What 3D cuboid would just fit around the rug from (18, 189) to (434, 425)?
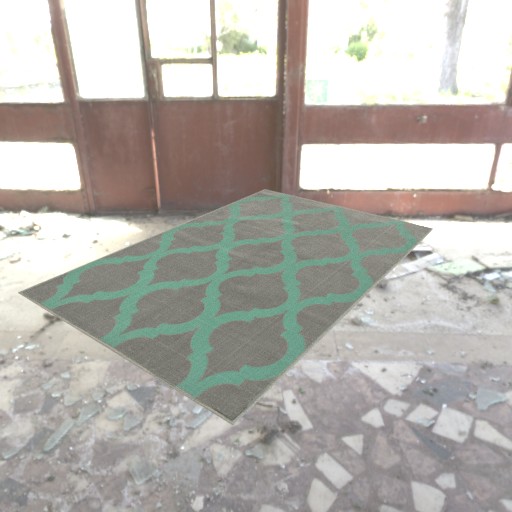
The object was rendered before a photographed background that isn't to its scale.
[{"bbox_3d":[0.000,0.000,2.820,1.524,0.006,2.286,19,32,33],"label":"rug"}]
